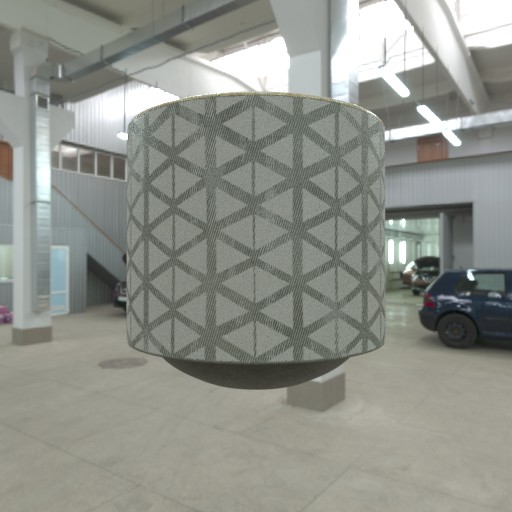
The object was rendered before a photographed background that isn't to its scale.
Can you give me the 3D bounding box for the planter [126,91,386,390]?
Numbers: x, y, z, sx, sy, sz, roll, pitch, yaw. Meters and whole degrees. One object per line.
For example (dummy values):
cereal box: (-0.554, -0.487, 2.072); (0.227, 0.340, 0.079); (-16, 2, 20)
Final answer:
planter: (0.000, 0.000, 0.447); (0.250, 0.239, 0.250); (0, -1, 0)
